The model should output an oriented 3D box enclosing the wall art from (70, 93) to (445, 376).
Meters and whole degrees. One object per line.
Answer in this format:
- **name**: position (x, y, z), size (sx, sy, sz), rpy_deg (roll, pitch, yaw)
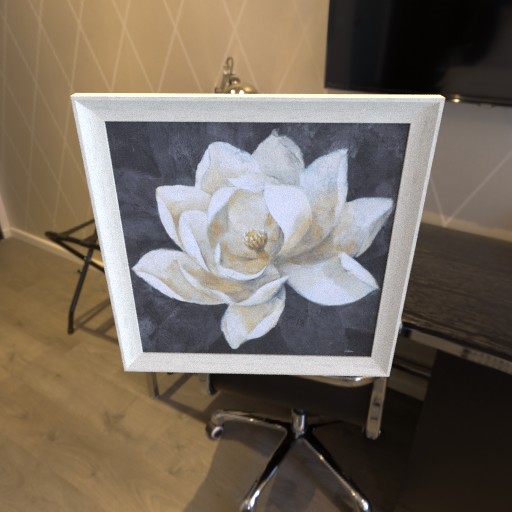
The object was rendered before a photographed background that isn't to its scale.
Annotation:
- **wall art**: position (0.000, 0.000, 1.470), size (1.016, 1.016, 0.045), rpy_deg (1, 30, 1)
